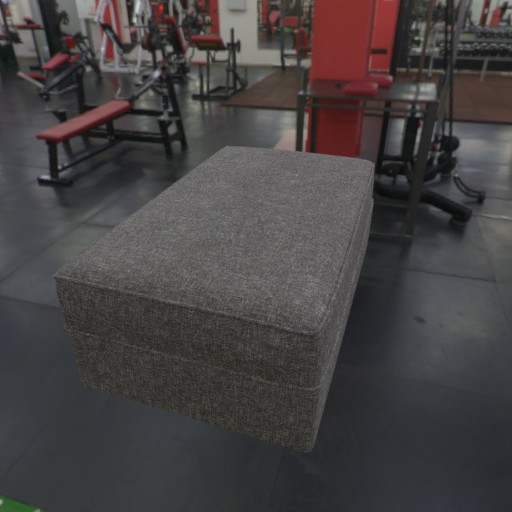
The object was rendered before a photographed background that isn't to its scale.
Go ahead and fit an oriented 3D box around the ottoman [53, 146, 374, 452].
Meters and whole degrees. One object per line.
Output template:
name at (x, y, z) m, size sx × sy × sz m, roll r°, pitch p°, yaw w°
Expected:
ottoman at (0.000, 0.000, 1.577) m, size 0.717 × 0.487 × 1.184 m, roll 10°, pitch 32°, yaw 16°
